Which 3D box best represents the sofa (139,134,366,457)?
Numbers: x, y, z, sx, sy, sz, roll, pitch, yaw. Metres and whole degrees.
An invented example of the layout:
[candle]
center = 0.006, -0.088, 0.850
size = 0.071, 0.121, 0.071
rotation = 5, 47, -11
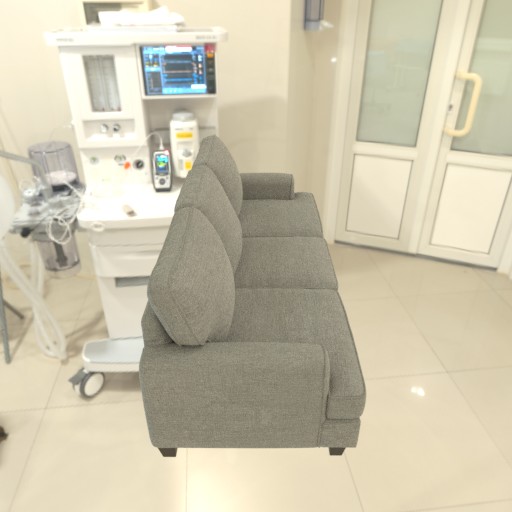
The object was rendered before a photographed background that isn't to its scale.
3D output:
[sofa]
center = 0.000, 0.000, 2.697
size = 0.951, 0.965, 2.158
rotation = 0, 31, 0
